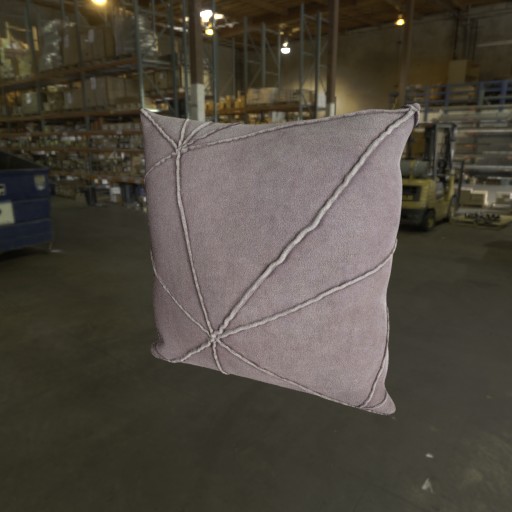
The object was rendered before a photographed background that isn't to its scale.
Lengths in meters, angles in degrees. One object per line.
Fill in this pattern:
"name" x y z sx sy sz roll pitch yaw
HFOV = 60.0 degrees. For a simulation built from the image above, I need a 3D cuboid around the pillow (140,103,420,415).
"pillow" 0.000 0.000 0.674 0.439 0.440 0.185 7 16 26
